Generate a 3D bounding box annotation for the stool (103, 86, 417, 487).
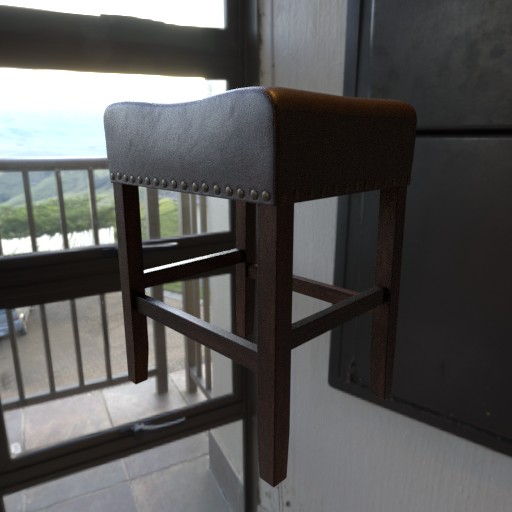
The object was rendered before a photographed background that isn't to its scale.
[{"bbox_3d":[0.000,0.000,0.914,0.465,0.608,0.397,15,21,43],"label":"stool"}]
